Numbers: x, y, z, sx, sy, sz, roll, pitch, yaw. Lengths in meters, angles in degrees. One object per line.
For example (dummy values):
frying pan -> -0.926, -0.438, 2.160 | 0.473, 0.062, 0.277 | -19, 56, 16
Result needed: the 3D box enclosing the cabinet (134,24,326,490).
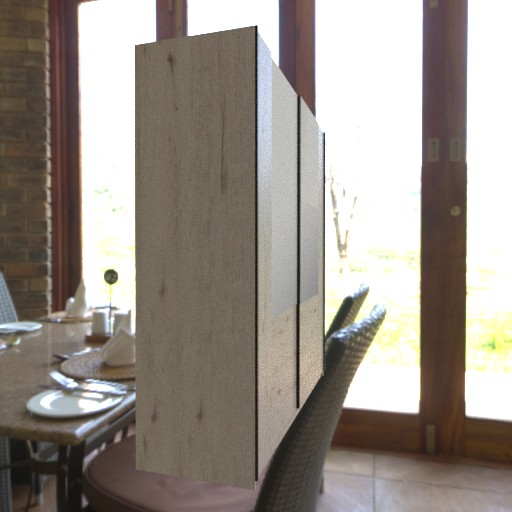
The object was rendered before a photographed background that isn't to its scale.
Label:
cabinet -> 0.000, 0.000, 3.125 | 0.660, 2.180, 2.000 | 0, 1, 18
